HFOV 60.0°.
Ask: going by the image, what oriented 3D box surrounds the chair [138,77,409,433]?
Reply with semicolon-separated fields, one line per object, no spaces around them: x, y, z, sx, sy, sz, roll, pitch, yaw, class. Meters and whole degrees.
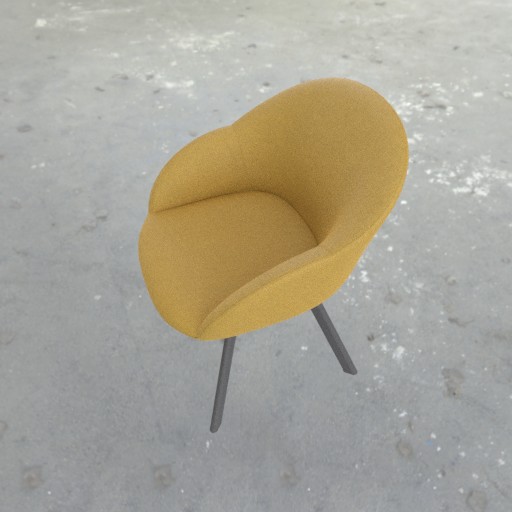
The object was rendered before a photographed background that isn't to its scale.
0.000;0.000;1.169;0.583;0.793;0.551;-17;48;-16;chair
